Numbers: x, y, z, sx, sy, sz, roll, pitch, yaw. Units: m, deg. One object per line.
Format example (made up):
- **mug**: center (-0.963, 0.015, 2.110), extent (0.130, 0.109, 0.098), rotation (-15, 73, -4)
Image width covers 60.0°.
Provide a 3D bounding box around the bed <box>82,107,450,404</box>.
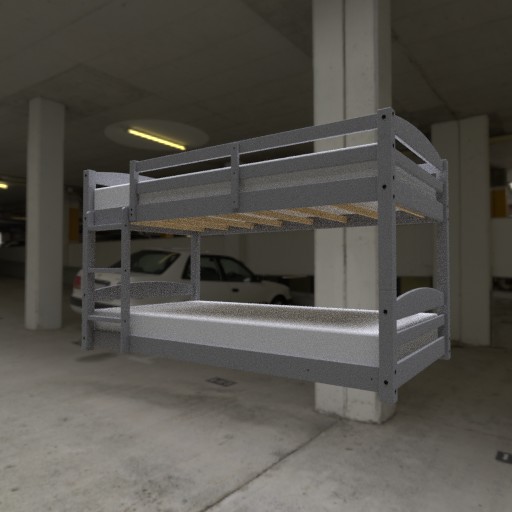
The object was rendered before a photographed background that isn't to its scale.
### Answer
- **bed**: center (0.000, 0.000, 2.731), extent (2.013, 1.206, 1.105), rotation (-1, -2, 35)
